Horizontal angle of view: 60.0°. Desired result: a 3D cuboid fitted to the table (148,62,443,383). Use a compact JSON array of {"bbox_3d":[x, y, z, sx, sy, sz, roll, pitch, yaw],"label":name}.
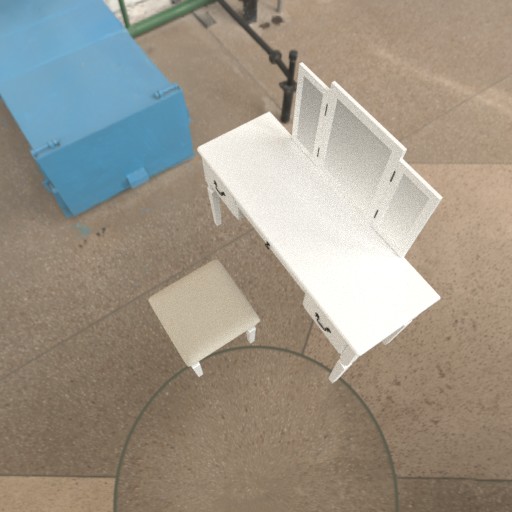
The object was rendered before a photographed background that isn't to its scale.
[{"bbox_3d":[0.000,0.000,2.209,1.115,1.310,1.369,-31,67,-15],"label":"table"}]
